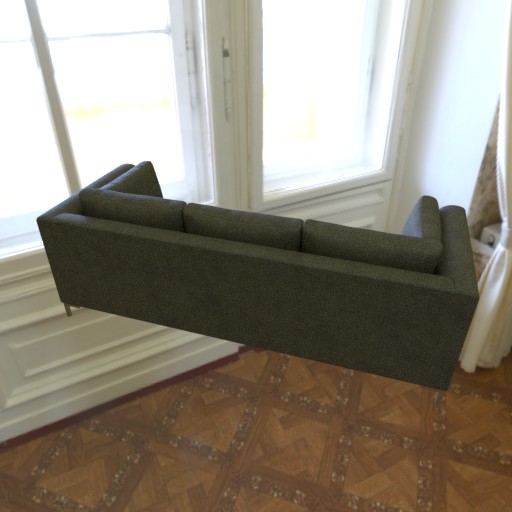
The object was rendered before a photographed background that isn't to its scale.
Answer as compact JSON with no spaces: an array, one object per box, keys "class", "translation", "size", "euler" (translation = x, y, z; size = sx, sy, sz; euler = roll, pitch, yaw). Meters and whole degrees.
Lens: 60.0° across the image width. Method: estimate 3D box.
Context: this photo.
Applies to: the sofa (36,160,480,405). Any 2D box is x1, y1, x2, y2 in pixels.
[{"class":"sofa","translation":[0.000,0.000,2.840],"size":[2.415,0.867,0.969],"euler":[10,34,15]}]
